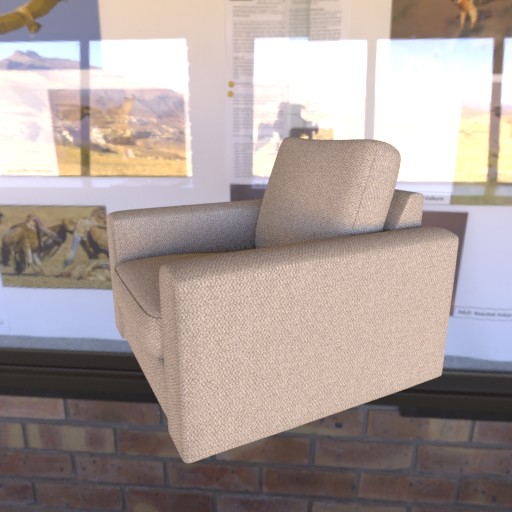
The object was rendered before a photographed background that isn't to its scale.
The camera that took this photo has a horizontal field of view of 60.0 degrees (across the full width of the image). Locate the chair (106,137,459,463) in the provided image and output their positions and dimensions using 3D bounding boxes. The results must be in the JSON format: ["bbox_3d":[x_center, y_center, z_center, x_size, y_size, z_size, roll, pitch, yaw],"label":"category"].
[{"bbox_3d":[0.000,0.000,1.706,1.016,0.873,1.005,-8,18,-26],"label":"chair"}]
